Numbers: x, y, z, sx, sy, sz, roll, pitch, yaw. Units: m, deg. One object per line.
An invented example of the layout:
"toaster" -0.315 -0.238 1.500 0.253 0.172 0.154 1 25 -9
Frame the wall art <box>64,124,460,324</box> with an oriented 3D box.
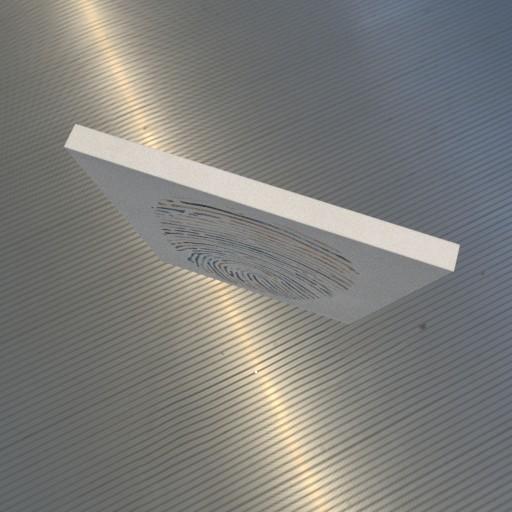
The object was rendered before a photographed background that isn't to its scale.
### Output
"wall art" 0.000 0.000 0.844 0.508 0.606 0.037 18 76 5
